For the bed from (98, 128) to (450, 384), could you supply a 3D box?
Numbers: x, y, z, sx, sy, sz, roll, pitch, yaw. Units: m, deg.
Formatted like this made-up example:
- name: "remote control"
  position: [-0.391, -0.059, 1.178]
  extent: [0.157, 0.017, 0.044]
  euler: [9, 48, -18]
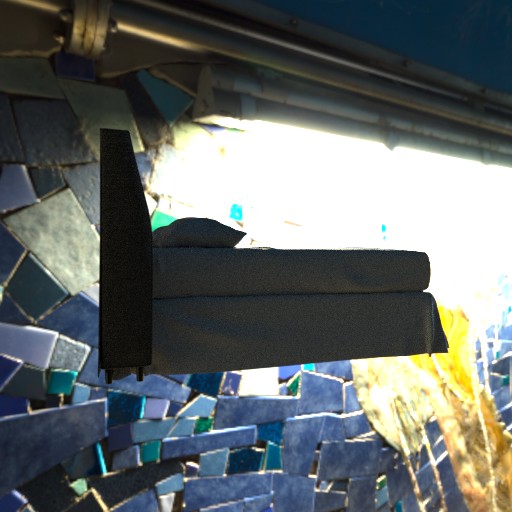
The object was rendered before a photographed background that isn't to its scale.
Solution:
- name: "bed"
  position: [0.000, 0.000, 3.471]
  extent: [2.276, 1.332, 1.925]
  euler: [0, 0, -18]
